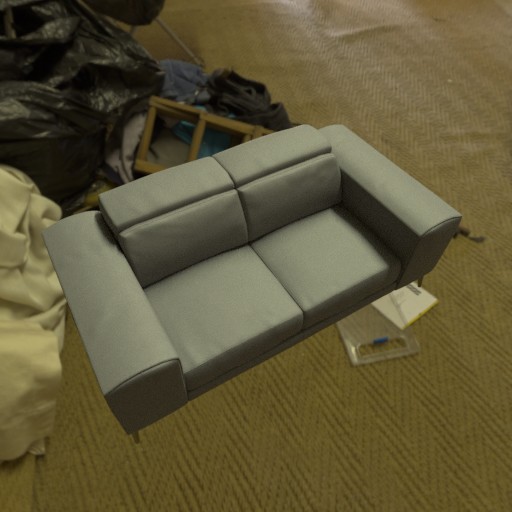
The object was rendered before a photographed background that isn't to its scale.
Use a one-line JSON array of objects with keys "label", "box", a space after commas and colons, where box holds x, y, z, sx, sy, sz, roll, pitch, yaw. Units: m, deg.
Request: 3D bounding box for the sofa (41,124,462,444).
[{"label": "sofa", "box": [0.000, 0.000, 2.373, 1.895, 0.779, 1.003, -24, 52, -20]}]
